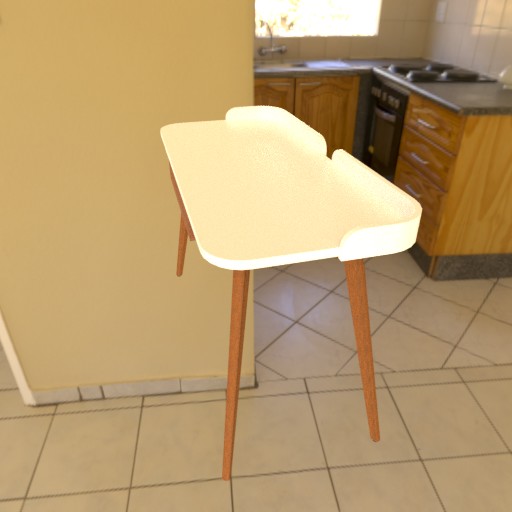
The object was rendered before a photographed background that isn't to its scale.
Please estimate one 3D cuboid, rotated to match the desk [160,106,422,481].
[{"bbox_3d":[0.000,0.000,1.638,0.534,0.807,1.206,-8,32,-13],"label":"desk"}]
